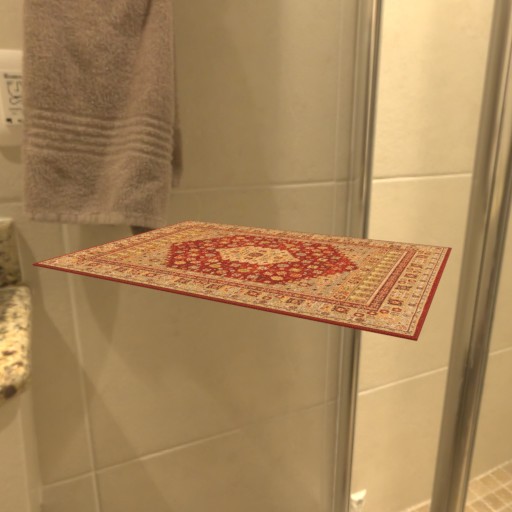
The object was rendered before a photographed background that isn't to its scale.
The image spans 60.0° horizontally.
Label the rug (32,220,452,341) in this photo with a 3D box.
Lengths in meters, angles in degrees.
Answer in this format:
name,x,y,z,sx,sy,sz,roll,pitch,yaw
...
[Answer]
name,x,y,z,sx,sy,sz,roll,pitch,yaw
rug,0.000,0.000,2.861,2.211,0.013,1.593,8,17,26
